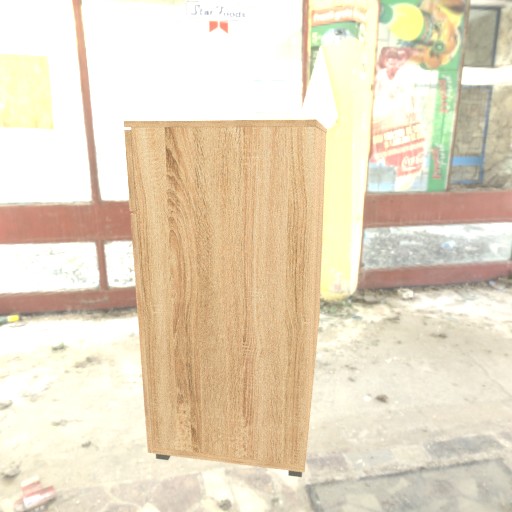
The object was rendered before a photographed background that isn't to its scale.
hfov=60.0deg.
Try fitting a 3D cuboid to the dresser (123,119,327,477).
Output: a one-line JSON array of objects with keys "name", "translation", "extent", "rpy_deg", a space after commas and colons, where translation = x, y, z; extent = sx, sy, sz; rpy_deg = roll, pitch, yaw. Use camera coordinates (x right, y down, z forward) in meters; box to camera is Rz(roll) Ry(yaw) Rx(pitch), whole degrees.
[{"name": "dresser", "translation": [0.000, 0.000, 1.603], "extent": [0.450, 0.900, 1.100], "rpy_deg": [3, 15, 10]}]
